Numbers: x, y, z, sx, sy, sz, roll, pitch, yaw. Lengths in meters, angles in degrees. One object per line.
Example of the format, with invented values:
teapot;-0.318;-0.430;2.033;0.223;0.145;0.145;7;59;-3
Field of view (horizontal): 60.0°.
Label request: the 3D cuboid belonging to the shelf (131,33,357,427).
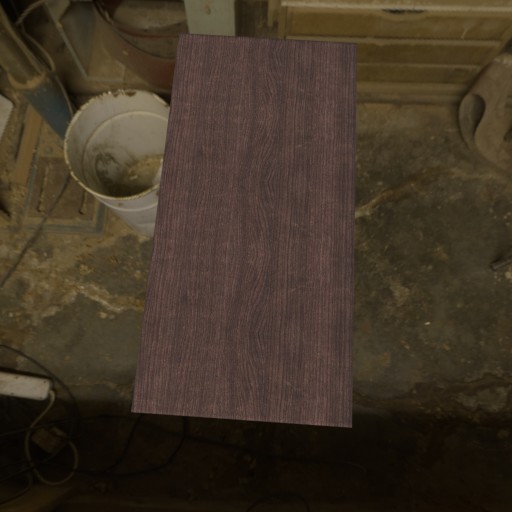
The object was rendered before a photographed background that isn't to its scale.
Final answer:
shelf;0.000;0.000;1.257;0.390;0.786;0.790;4;76;1
